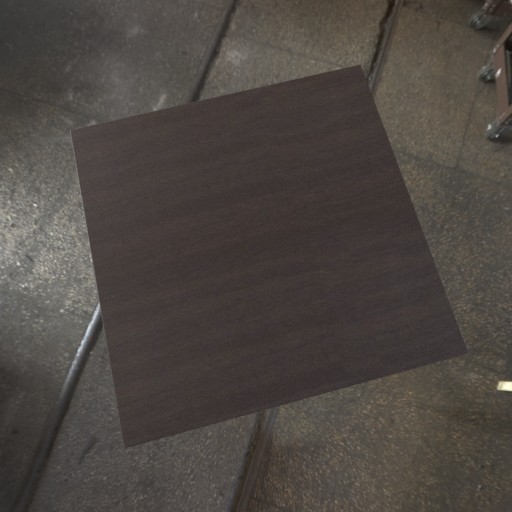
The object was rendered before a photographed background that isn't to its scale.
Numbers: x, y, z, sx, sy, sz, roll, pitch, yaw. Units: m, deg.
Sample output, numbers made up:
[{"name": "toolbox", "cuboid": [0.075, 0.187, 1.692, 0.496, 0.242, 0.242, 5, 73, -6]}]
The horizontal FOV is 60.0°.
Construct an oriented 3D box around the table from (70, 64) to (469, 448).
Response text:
[{"name": "table", "cuboid": [0.000, 0.000, 1.226, 0.762, 0.396, 0.762, -14, 75, -4]}]
